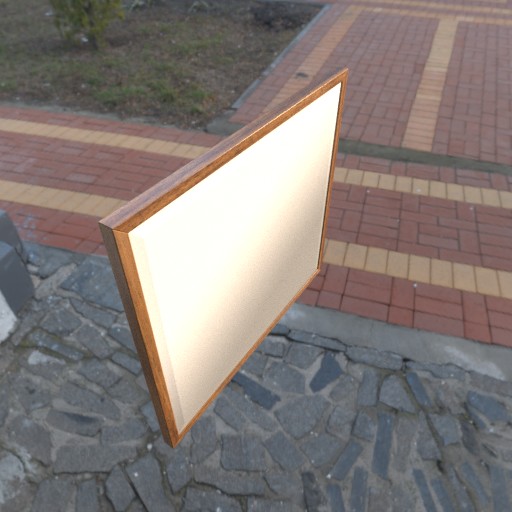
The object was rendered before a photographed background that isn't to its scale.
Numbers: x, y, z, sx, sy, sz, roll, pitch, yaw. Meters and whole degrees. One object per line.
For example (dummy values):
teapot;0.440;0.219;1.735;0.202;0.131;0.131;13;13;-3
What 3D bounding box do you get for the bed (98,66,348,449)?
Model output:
bed;0.000;0.000;1.492;0.043;0.940;1.041;25;48;25
